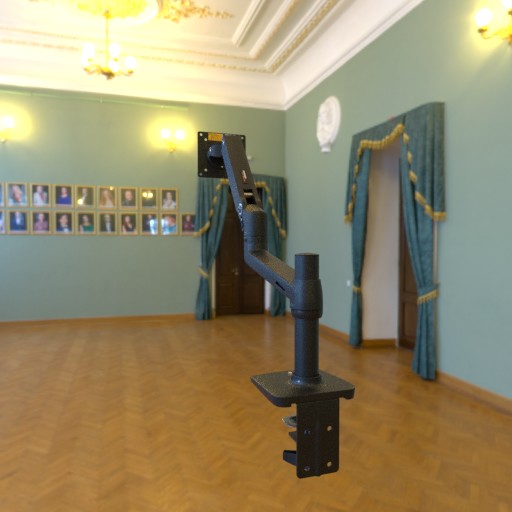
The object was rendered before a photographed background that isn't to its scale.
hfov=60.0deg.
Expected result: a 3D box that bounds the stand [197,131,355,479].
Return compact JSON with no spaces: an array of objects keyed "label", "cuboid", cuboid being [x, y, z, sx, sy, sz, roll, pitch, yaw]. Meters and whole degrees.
[{"label":"stand","cuboid":[0.000,0.000,1.022,0.152,0.713,0.650,-1,2,-19]}]
